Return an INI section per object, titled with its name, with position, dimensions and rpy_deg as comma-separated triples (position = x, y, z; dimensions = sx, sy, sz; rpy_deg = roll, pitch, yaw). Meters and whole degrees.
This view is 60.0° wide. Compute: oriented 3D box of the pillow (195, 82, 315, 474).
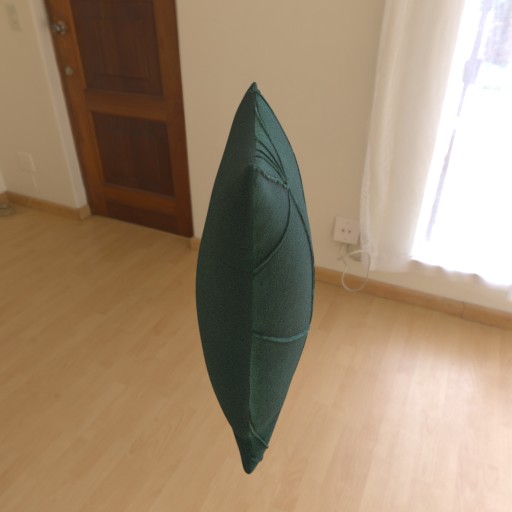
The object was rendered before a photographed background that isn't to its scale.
[pillow]
position = 0.000, 0.000, 0.679
dimensions = 0.184, 0.440, 0.439
rpy_deg = 0, 32, 0
